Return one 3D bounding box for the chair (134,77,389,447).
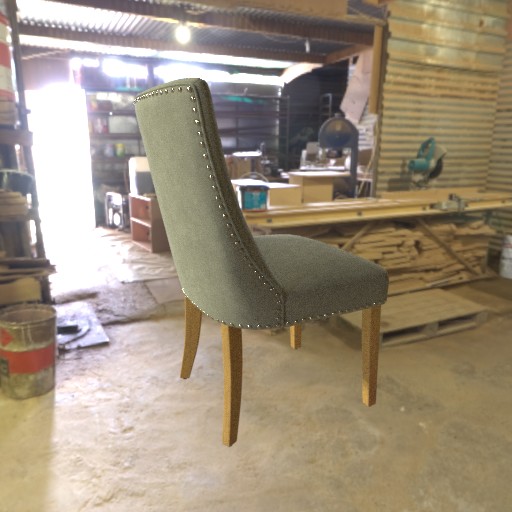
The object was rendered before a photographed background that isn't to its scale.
[{"bbox_3d":[0.000,0.000,1.293,0.610,0.902,0.495,-7,16,-26],"label":"chair"}]
